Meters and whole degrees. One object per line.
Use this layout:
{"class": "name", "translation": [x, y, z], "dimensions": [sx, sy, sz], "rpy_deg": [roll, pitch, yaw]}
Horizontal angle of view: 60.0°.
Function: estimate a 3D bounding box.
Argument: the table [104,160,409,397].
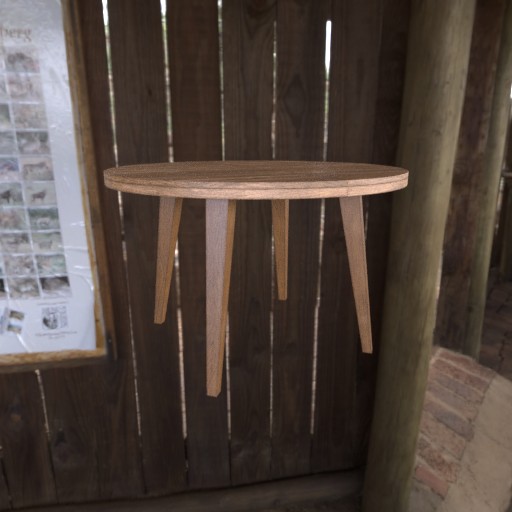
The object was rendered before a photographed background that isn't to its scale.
{"class": "table", "translation": [0.000, 0.000, 1.957], "dimensions": [1.213, 0.764, 1.213], "rpy_deg": [0, 15, 0]}
